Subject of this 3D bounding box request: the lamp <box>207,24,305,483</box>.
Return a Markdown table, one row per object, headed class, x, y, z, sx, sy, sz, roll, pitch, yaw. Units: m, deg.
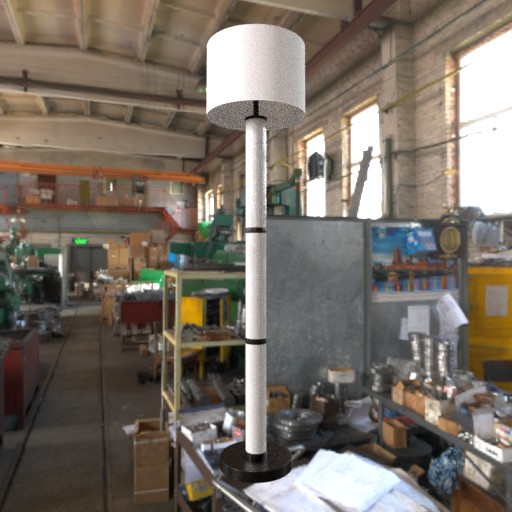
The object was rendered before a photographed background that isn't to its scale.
| class | x | y | z | sx | sy | sz | roll | pitch | yaw |
| --- | --- | --- | --- | --- | --- | --- | --- | --- | --- |
| lamp | 0.000 | 0.000 | 1.701 | 0.377 | 1.599 | 0.377 | 0 | 0 | 37 |
